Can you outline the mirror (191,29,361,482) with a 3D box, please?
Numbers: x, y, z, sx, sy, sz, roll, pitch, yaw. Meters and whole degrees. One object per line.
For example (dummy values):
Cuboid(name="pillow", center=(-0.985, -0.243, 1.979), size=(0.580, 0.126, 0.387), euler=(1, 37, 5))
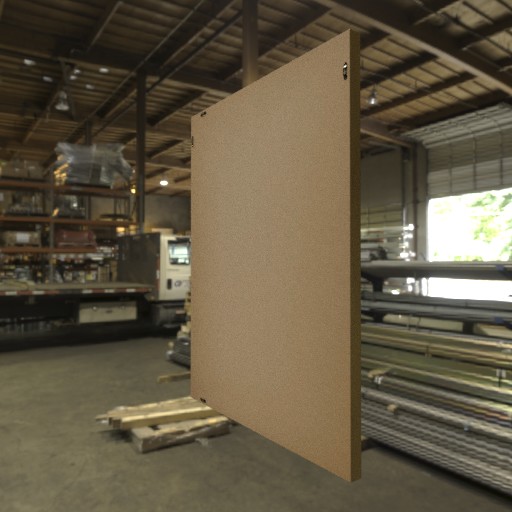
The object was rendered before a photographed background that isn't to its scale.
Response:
Cuboid(name="mirror", center=(0.000, 0.000, 1.309), size=(0.040, 1.016, 0.762), euler=(0, -1, -36))
